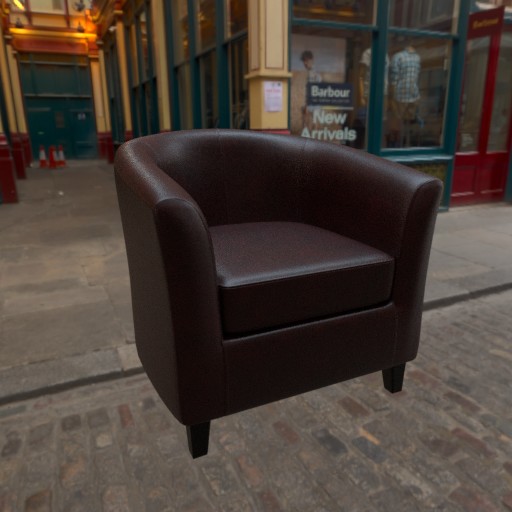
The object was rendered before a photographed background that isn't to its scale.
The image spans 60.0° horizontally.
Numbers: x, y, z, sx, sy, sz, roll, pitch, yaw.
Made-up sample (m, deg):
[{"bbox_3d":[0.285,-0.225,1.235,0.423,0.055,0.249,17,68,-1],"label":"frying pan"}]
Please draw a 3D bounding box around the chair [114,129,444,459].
[{"bbox_3d":[0.000,0.000,1.378,0.792,0.756,0.727,-8,18,-25],"label":"chair"}]
